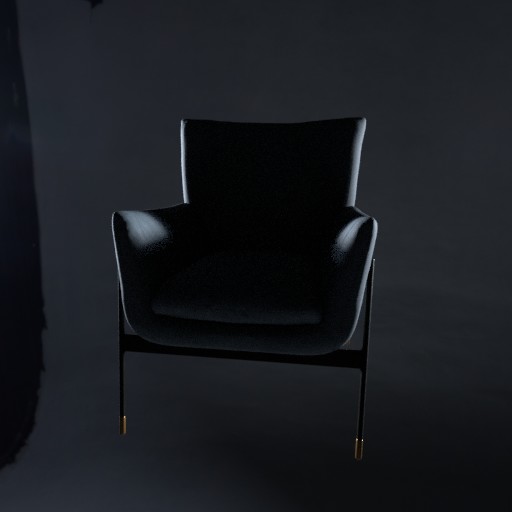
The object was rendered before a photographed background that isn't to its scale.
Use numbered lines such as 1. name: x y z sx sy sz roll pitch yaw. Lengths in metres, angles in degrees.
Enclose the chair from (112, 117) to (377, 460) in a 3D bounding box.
1. chair: 0.000 0.000 1.384 0.678 0.858 0.709 2 14 9
